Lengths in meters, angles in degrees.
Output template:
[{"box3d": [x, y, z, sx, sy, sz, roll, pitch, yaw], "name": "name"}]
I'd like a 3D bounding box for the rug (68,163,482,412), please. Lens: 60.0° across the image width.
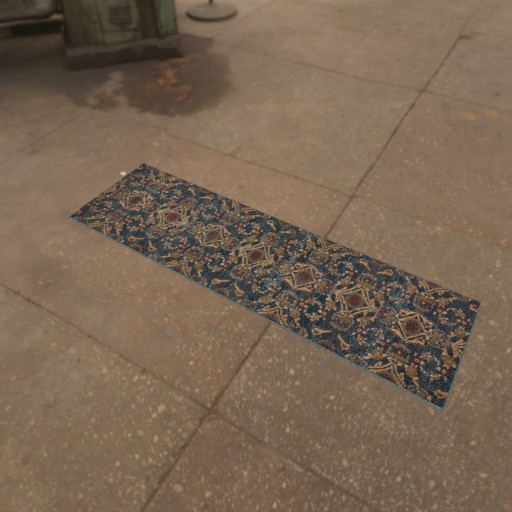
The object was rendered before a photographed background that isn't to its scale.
[{"box3d": [0.000, 0.000, 2.479, 2.292, 0.014, 0.685, 25, 51, 22], "name": "rug"}]
